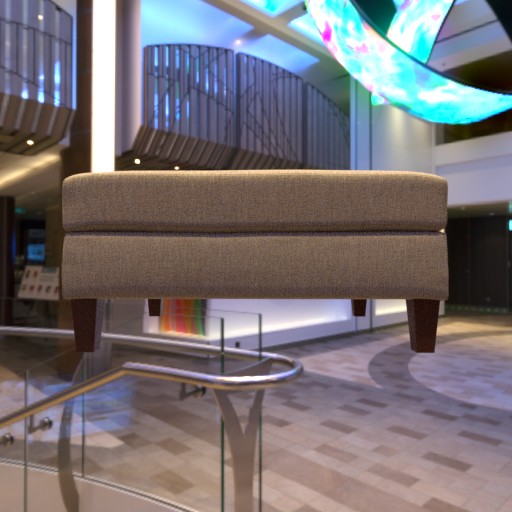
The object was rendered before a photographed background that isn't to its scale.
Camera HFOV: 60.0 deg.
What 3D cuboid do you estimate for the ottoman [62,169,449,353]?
[{"bbox_3d":[0.000,0.000,1.493,0.976,0.492,0.836,0,-1,0],"label":"ottoman"}]
